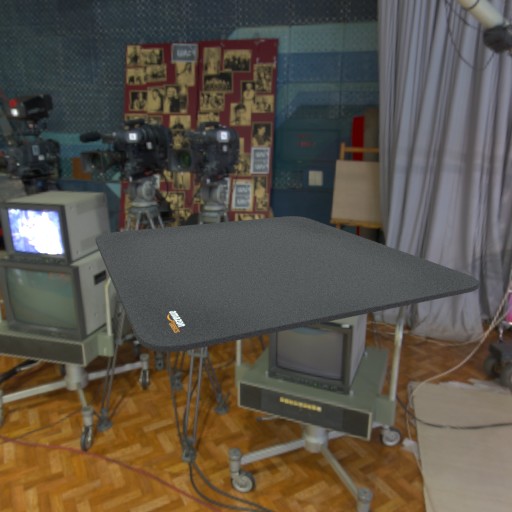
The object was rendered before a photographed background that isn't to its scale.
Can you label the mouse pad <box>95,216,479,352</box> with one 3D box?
[{"bbox_3d":[0.000,0.000,0.321,0.203,0.003,0.229,-7,18,-23],"label":"mouse pad"}]
